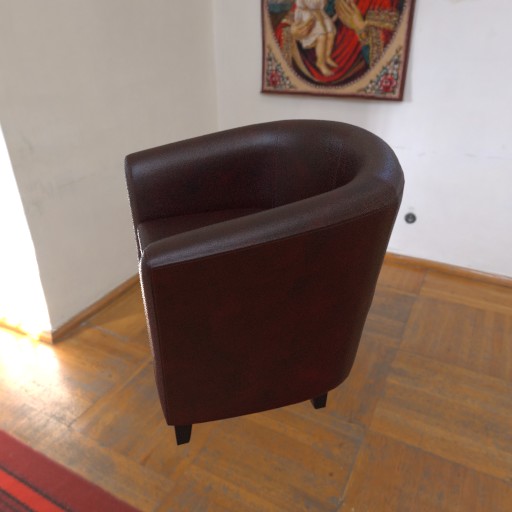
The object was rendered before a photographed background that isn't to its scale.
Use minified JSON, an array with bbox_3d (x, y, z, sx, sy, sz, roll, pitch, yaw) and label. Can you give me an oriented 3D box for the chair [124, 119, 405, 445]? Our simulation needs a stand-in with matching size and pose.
[{"bbox_3d":[0.000,0.000,1.413,0.727,0.756,0.792,-9,30,-15],"label":"chair"}]
